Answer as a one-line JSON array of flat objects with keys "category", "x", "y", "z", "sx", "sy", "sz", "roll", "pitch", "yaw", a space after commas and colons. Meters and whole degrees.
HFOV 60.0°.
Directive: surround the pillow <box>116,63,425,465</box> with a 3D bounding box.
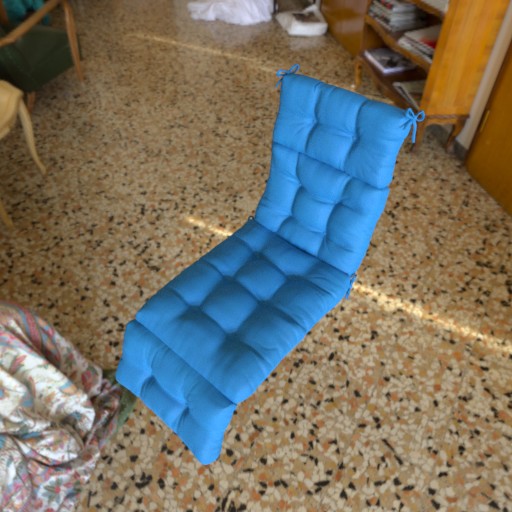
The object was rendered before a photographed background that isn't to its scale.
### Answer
[{"category": "pillow", "x": 0.000, "y": 0.000, "z": 1.473, "sx": 0.526, "sy": 0.863, "sz": 1.016, "roll": 32, "pitch": 53, "yaw": 27}]
